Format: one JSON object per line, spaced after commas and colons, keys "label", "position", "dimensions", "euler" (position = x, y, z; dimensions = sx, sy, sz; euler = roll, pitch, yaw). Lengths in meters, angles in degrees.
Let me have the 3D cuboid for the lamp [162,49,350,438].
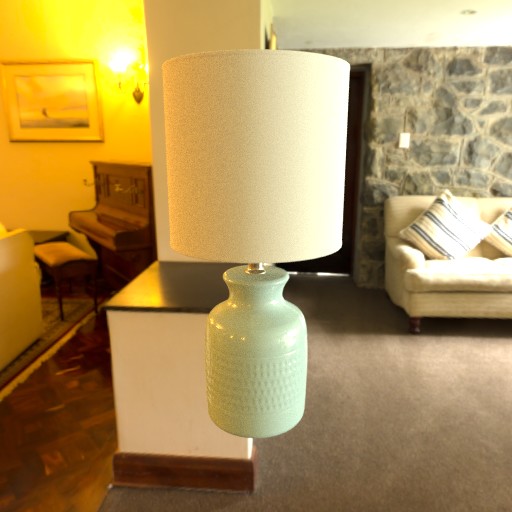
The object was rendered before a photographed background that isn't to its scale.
{"label": "lamp", "position": [0.000, 0.000, 1.107], "dimensions": [0.418, 0.871, 0.418], "euler": [13, 19, 43]}
